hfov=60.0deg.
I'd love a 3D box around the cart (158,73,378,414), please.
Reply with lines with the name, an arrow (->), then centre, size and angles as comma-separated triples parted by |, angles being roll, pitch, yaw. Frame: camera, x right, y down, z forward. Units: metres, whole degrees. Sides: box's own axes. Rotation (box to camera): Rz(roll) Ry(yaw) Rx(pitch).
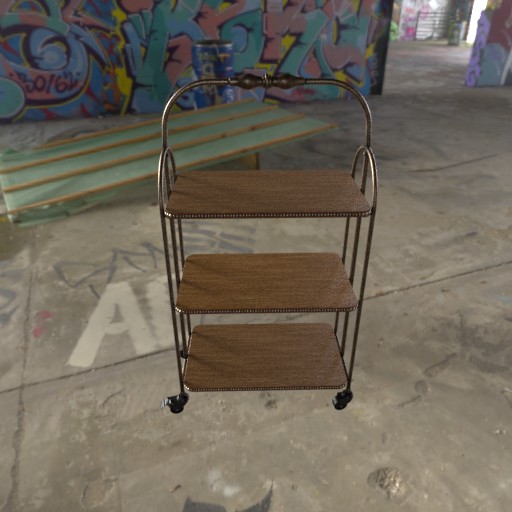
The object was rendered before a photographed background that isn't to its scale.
cart -> 0.000, 0.000, 1.370 | 0.650, 1.052, 0.330 | -1, 30, -1
